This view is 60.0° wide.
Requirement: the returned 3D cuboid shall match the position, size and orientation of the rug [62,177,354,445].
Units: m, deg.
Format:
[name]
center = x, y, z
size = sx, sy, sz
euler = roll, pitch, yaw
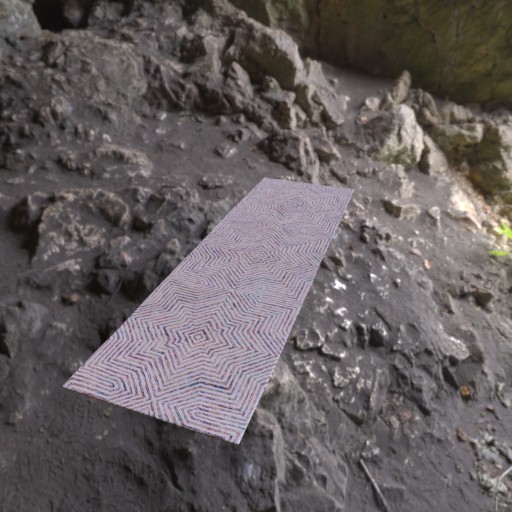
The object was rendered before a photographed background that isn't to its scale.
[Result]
[rug]
center = 0.000, 0.000, 2.642
size = 0.771, 0.009, 2.443
euler = 11, 33, 17
